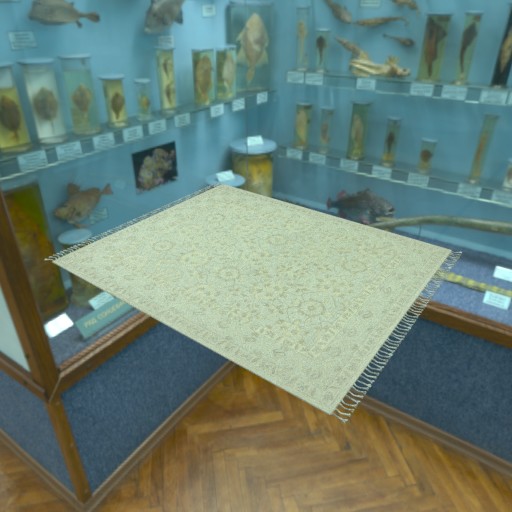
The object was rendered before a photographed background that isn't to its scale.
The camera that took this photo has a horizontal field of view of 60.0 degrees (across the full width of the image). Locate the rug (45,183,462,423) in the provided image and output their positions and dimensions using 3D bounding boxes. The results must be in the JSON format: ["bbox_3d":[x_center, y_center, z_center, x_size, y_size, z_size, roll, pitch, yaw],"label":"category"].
[{"bbox_3d":[0.000,0.000,4.108,3.043,0.013,2.444,21,36,31],"label":"rug"}]
